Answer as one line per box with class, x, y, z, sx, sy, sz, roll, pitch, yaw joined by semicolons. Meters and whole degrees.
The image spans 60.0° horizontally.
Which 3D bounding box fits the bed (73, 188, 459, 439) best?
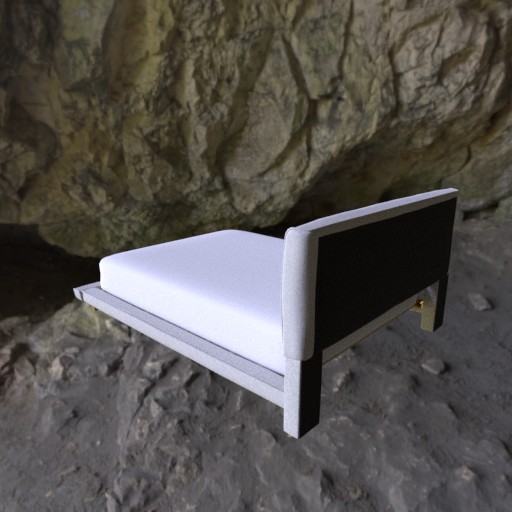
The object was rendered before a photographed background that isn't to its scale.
bed;0.000;0.000;3.394;2.368;1.067;1.840;14;21;41
